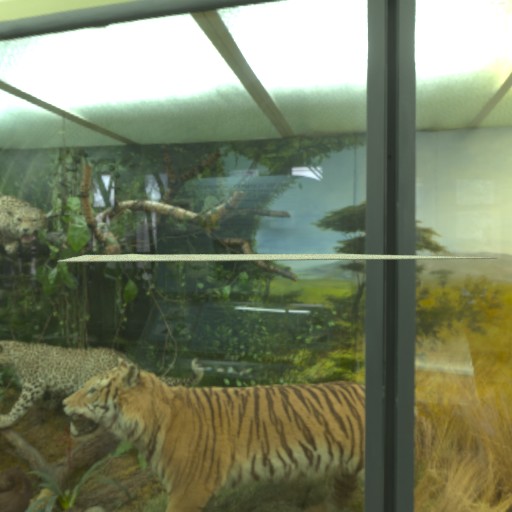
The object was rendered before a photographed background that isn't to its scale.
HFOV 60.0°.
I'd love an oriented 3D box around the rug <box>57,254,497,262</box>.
[{"bbox_3d":[0.000,0.000,4.036,3.051,0.021,2.448,0,1,-18],"label":"rug"}]
